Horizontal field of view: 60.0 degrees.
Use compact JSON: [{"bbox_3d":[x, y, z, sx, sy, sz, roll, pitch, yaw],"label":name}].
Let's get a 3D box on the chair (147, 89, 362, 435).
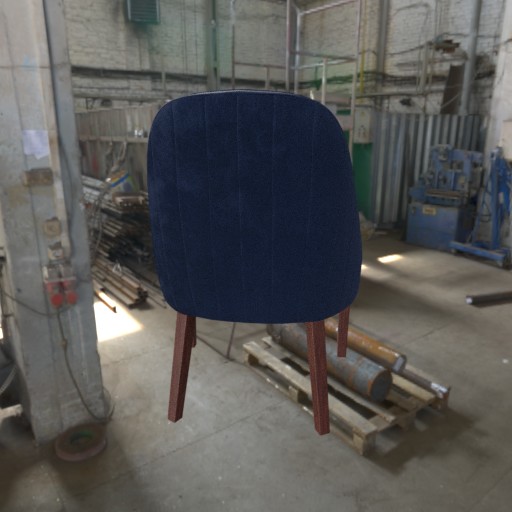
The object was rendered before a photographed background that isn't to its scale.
[{"bbox_3d":[0.000,0.000,1.320,0.643,0.889,0.575,2,16,7],"label":"chair"}]
